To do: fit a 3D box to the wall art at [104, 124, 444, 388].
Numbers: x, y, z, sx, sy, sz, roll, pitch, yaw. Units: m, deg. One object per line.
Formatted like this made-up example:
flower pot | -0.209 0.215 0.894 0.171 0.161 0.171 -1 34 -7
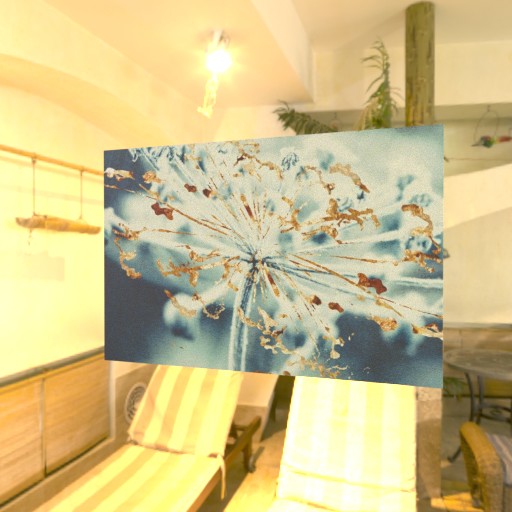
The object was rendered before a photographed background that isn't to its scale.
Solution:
wall art | 0.000 0.000 1.171 0.912 0.608 0.038 0 1 17
